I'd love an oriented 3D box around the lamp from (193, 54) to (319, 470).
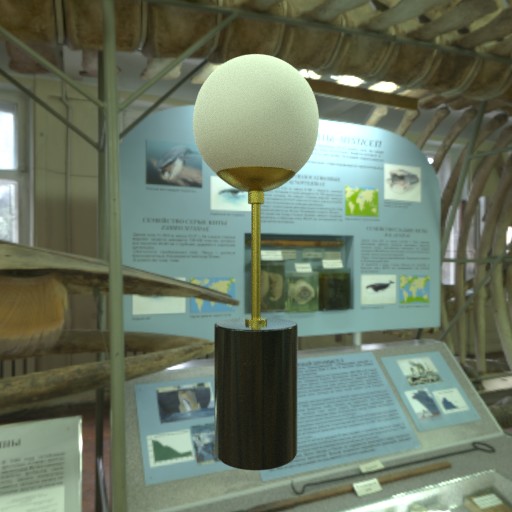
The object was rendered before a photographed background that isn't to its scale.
[{"bbox_3d":[0.000,0.000,0.545,0.153,0.480,0.153,0,0,0],"label":"lamp"}]
